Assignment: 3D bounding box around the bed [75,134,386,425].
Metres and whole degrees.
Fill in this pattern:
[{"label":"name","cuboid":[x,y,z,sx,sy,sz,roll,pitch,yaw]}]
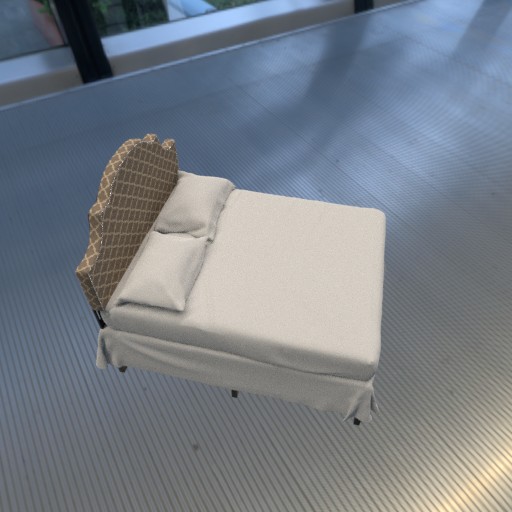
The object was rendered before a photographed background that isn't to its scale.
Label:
[{"label":"bed","cuboid":[0.000,0.000,3.468,2.222,1.633,1.780,10,47,9]}]
